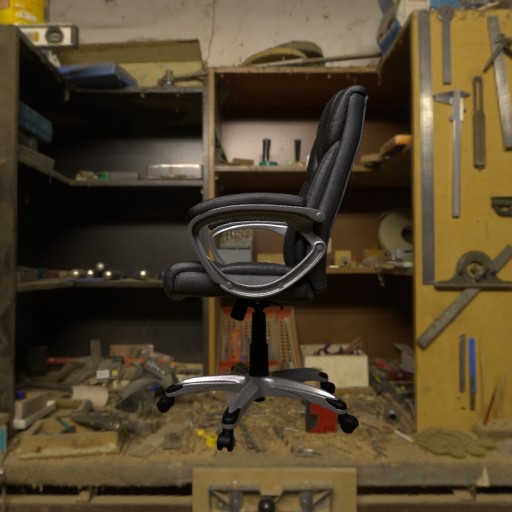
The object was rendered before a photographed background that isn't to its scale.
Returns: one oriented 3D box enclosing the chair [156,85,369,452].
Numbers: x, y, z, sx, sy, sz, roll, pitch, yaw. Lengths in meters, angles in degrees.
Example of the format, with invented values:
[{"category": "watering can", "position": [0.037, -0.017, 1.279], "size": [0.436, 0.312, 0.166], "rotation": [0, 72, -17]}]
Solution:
[{"category": "chair", "position": [0.000, 0.000, 1.616], "size": [0.719, 1.130, 0.721], "rotation": [0, 0, 1]}]
